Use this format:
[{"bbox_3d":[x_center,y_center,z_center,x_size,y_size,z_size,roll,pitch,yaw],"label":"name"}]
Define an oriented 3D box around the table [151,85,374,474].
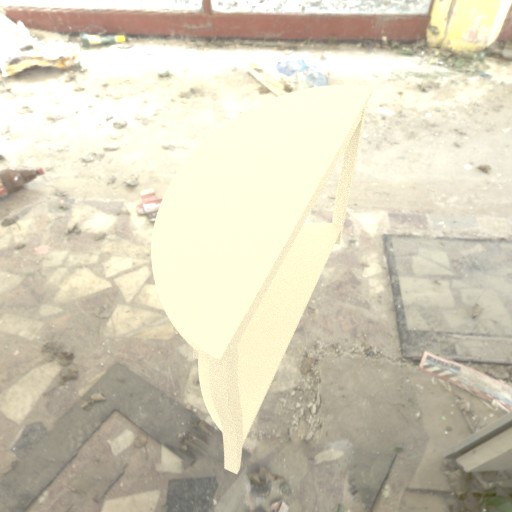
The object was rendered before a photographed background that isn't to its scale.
[{"bbox_3d":[0.000,0.000,1.569,0.394,0.780,1.219,18,49,16],"label":"table"}]
